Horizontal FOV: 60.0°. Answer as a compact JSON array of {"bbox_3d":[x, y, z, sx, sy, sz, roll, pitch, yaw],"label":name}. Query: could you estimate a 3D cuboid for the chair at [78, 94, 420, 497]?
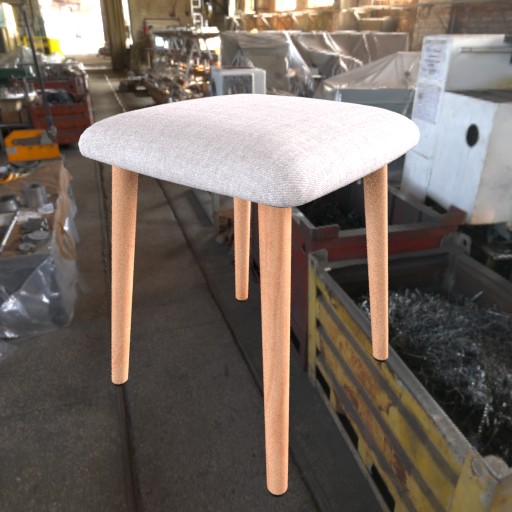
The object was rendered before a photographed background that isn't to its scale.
[{"bbox_3d":[0.000,0.000,0.668,0.350,0.440,0.350,19,33,33],"label":"chair"}]
